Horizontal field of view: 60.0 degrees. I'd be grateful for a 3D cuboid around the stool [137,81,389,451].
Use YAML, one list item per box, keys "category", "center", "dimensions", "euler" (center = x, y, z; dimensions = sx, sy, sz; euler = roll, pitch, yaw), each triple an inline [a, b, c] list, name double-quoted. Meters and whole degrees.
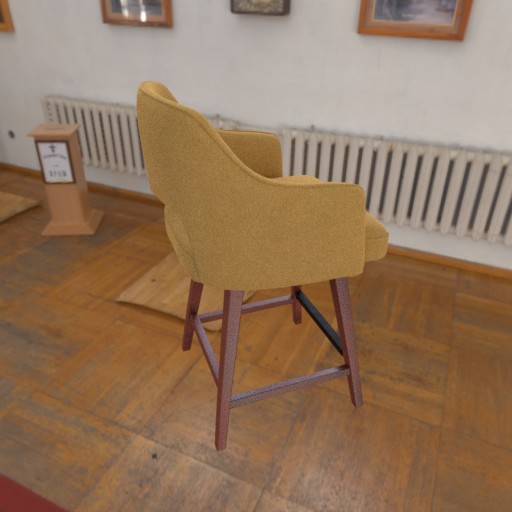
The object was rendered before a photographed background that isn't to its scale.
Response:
- category: "stool"
  center: [0.000, 0.000, 1.257]
  dimensions: [0.558, 0.924, 0.548]
  euler: [-10, 31, -18]
